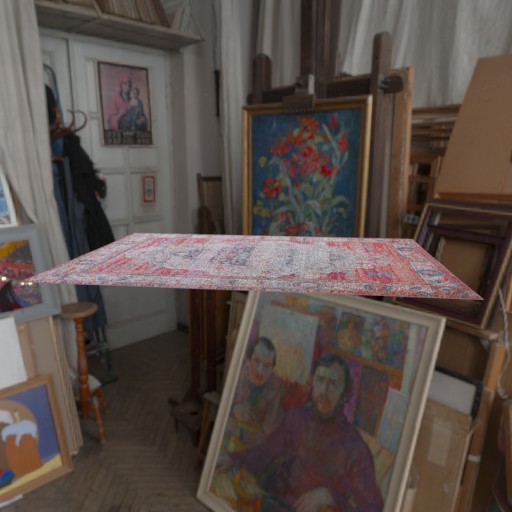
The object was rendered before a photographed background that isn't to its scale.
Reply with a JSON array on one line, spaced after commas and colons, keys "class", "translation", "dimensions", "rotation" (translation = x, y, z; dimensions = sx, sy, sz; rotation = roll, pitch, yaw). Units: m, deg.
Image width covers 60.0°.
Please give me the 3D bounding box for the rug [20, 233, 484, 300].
[{"class": "rug", "translation": [0.000, 0.000, 2.314], "dimensions": [1.829, 0.006, 1.219], "rotation": [2, 13, 7]}]
